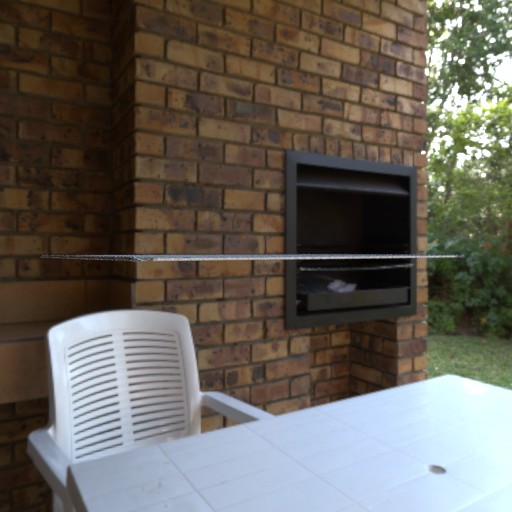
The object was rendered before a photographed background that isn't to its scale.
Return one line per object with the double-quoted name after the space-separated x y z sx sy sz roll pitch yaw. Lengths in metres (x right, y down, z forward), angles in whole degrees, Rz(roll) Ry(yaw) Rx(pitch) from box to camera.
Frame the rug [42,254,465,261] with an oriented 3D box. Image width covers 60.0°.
0.000 0.000 2.943 2.312 0.017 1.613 0 1 -37 "rug"
